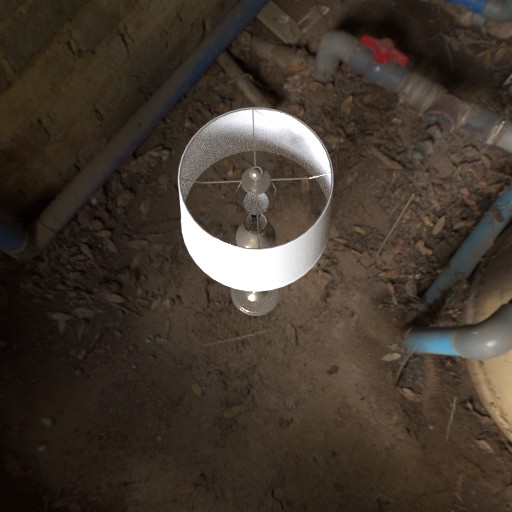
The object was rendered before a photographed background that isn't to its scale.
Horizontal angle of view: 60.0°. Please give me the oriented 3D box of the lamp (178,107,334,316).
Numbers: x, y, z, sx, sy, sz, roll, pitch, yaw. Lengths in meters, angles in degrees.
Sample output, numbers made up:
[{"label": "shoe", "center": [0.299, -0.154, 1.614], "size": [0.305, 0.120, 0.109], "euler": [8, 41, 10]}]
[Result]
[{"label": "lamp", "center": [0.000, 0.000, 1.699], "size": [0.431, 1.488, 0.431], "euler": [0, 75, 0]}]
